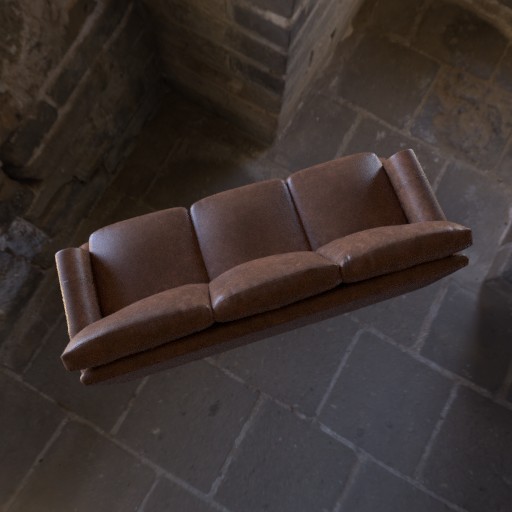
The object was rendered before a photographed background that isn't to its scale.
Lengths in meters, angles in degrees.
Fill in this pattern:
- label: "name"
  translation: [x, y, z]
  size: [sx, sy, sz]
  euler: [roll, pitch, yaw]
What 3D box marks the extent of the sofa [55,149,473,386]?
- label: "sofa"
  translation: [0.000, 0.000, 2.773]
  size: [2.351, 0.977, 0.973]
  euler: [-17, 76, -4]
